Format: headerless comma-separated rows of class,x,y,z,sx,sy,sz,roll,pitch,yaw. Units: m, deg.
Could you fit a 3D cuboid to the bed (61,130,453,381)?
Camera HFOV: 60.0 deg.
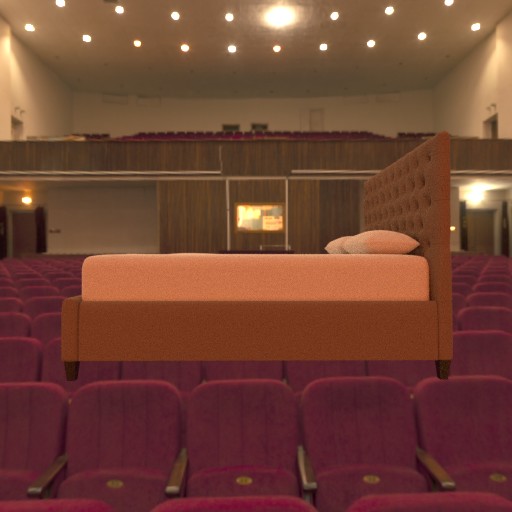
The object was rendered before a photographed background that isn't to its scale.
bed,0.000,0.000,3.343,2.233,1.426,1.696,0,0,-1
